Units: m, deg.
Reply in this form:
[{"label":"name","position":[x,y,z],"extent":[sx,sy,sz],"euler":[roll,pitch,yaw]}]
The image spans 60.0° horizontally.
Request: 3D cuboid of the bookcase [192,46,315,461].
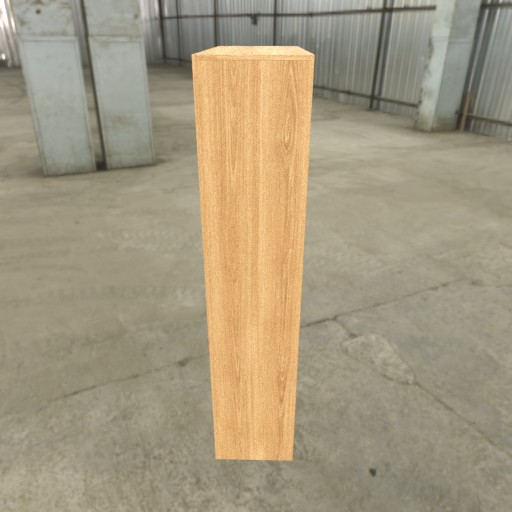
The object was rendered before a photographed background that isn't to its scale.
[{"label":"bookcase","position":[0.000,0.000,2.390],"extent":[0.420,2.020,0.950],"euler":[1,27,1]}]
